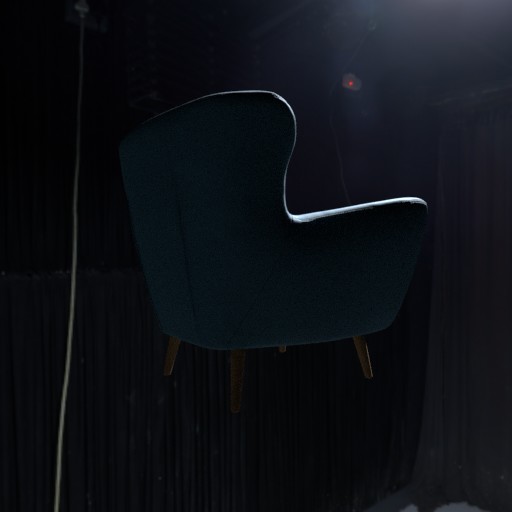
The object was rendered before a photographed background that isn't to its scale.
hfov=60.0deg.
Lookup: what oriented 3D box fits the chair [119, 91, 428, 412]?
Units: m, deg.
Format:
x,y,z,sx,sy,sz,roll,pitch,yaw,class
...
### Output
x,y,z,sx,sy,sz,roll,pitch,yaw,class
0.000,0.000,1.612,0.889,0.889,0.890,-1,2,-37,chair
